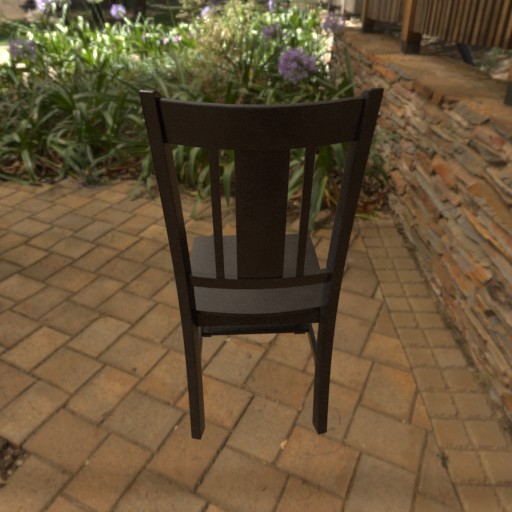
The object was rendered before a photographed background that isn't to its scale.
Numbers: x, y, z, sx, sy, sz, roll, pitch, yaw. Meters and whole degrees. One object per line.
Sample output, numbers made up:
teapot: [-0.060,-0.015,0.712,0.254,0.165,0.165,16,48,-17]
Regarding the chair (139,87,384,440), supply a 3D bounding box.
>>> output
chair: [0.000,0.000,1.278,0.450,0.998,0.555,-1,30,-2]
